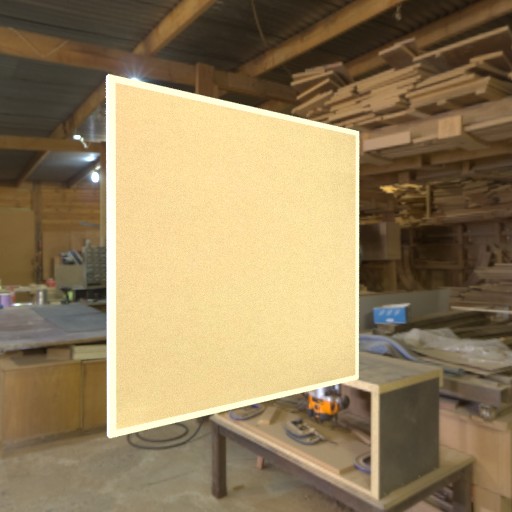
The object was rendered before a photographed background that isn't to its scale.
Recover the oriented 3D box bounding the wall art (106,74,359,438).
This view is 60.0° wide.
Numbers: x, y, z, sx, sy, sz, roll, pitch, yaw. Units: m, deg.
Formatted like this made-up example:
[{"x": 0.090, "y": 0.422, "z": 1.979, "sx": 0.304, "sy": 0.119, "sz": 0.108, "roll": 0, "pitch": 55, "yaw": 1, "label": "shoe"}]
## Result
[{"x": 0.000, "y": 0.000, "z": 0.843, "sx": 0.557, "sy": 0.557, "sz": 0.012, "roll": 0, "pitch": 1, "yaw": -35, "label": "wall art"}]
